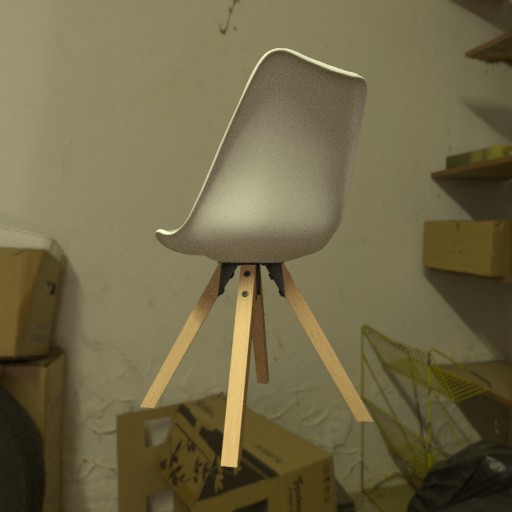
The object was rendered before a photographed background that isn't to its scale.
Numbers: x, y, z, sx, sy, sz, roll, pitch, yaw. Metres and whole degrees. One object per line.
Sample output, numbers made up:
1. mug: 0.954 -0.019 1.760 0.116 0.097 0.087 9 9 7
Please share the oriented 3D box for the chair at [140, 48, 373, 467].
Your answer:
1. chair: 0.000 0.000 1.176 0.485 0.850 0.550 0 0 -36
